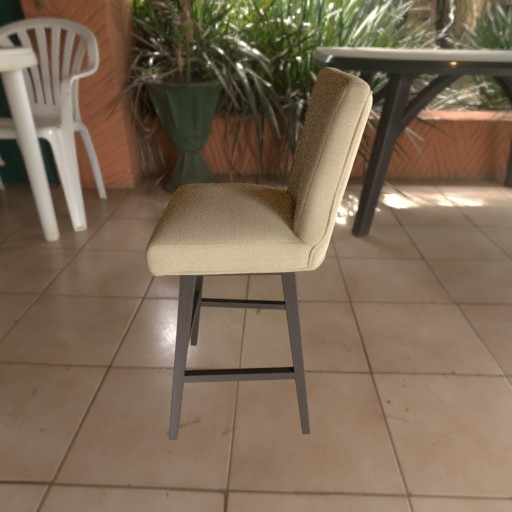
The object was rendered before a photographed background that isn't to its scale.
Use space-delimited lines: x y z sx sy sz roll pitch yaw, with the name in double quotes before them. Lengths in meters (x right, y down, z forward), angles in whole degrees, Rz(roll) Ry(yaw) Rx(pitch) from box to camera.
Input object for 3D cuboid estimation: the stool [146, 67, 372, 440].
"stool" 0.000 0.000 1.418 0.574 1.086 0.514 0 27 1
